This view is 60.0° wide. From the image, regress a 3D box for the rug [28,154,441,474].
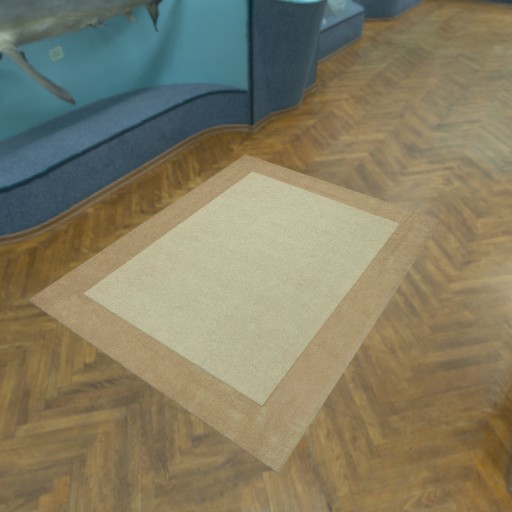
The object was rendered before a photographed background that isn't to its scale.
[{"bbox_3d":[0.000,0.000,4.057,2.438,0.014,3.048,24,46,26],"label":"rug"}]
